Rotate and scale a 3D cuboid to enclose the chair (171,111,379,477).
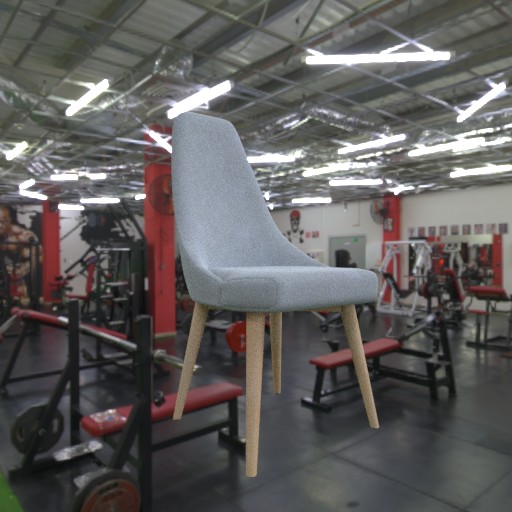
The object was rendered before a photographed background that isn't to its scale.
[{"bbox_3d":[0.000,0.000,1.412,0.510,1.040,0.660,-1,1,-38],"label":"chair"}]
